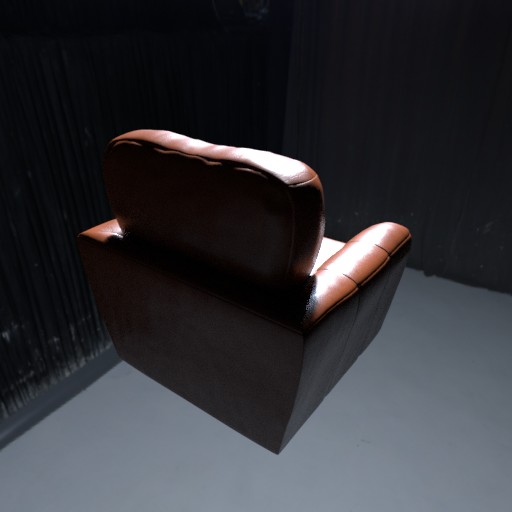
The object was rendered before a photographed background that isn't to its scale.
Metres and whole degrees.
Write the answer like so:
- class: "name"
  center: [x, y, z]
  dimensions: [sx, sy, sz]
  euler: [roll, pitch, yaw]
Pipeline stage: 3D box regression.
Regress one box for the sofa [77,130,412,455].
- class: "sofa"
  center: [0.000, 0.000, 1.493]
  dimensions: [0.836, 0.876, 0.789]
  euler: [20, 35, 30]
